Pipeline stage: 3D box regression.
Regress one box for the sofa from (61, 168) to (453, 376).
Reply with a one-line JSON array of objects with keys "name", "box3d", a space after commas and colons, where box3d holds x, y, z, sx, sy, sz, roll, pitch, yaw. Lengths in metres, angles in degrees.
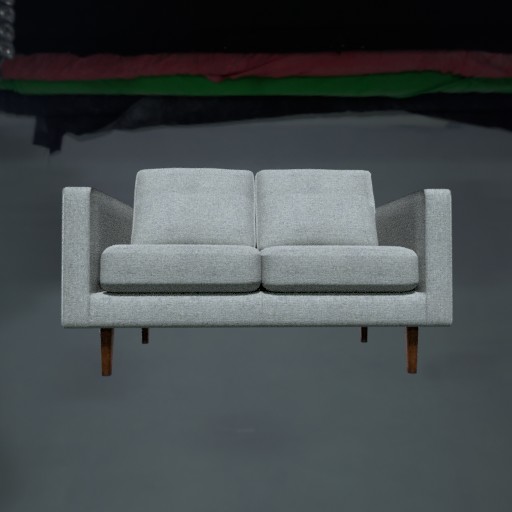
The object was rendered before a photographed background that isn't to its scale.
[{"name": "sofa", "box3d": [0.000, 0.000, 2.162, 1.527, 0.973, 0.969, 0, -1, -2]}]
